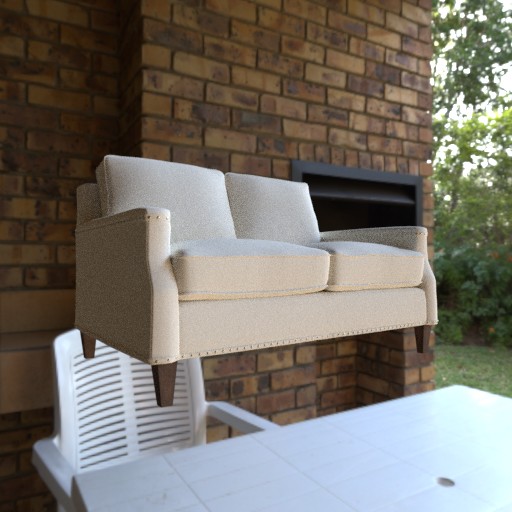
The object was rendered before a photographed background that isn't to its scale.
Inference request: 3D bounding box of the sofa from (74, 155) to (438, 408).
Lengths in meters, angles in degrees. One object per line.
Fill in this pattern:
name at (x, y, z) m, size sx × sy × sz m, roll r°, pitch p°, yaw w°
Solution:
sofa at (0.000, 0.000, 2.270) m, size 1.597 × 1.003 × 1.084 m, roll 1°, pitch -1°, yaw -36°
